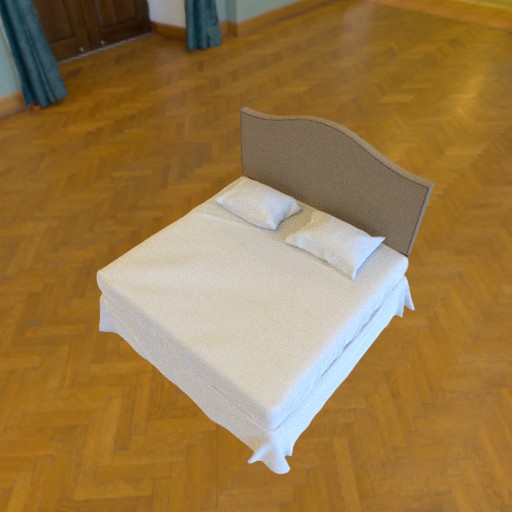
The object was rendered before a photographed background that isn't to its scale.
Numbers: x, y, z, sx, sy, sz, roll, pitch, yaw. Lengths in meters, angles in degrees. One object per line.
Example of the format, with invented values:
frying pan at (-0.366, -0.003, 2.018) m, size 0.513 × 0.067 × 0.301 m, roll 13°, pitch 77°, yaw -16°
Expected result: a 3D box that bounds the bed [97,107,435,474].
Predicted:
bed at (0.000, 0.000, 3.768) m, size 2.311 × 1.651 × 2.222 m, roll 31°, pitch 52°, yaw 27°
